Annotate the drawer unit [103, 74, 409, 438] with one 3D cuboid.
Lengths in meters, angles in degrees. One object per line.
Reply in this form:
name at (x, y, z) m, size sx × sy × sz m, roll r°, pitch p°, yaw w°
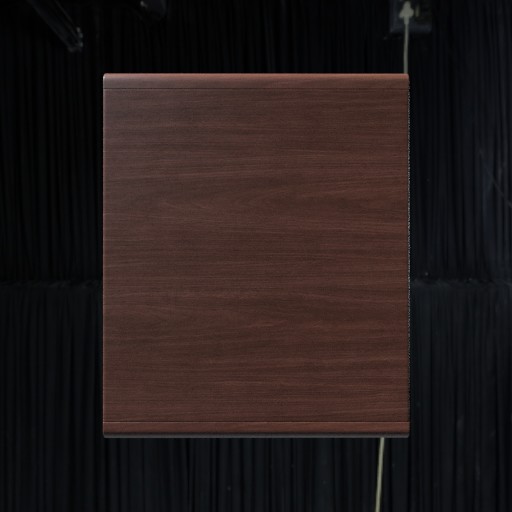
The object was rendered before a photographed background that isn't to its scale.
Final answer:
drawer unit at (0.000, 0.000, 0.595) m, size 0.290 × 0.351 × 0.349 m, roll 0°, pitch 0°, yaw 0°
